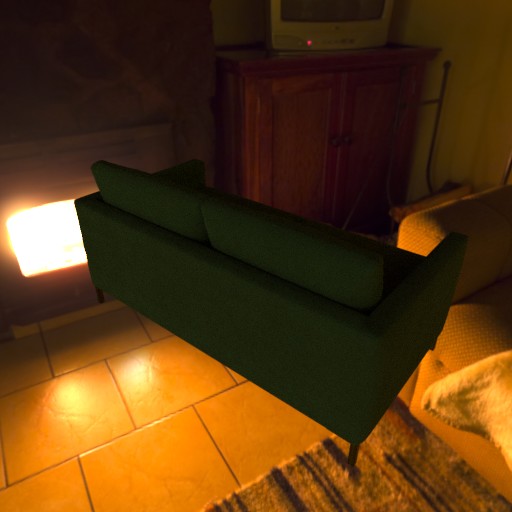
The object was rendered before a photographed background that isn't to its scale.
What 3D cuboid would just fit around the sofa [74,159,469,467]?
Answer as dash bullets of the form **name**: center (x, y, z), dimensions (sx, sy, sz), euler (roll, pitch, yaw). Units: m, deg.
- **sofa**: center (0.000, 0.000, 2.138), dimensions (1.676, 0.817, 0.875), euler (22, 37, 33)
